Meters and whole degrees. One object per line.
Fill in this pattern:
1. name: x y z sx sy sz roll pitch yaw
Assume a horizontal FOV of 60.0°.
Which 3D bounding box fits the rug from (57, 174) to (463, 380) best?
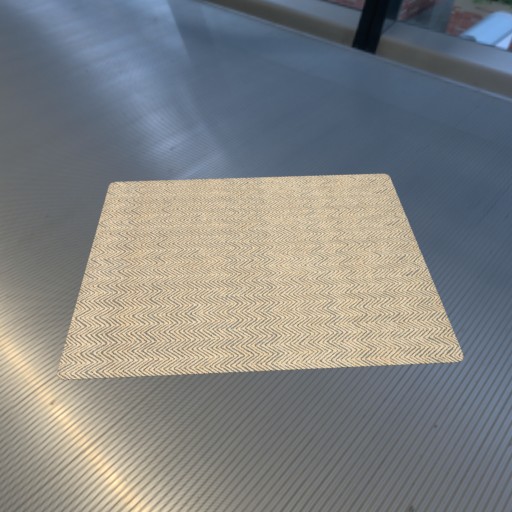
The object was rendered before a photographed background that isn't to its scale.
1. rug: 0.000 0.000 4.276 3.207 0.014 2.439 -2 47 -2
